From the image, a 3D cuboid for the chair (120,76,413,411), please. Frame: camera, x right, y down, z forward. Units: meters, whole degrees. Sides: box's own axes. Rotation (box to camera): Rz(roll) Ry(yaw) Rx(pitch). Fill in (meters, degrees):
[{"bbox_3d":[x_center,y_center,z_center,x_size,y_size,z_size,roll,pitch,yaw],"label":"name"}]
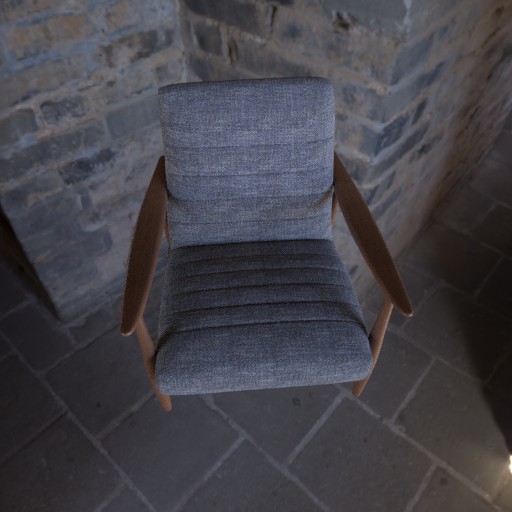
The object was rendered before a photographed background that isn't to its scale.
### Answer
[{"bbox_3d":[0.000,0.000,1.432,0.741,0.832,0.798,-3,47,-3],"label":"chair"}]
